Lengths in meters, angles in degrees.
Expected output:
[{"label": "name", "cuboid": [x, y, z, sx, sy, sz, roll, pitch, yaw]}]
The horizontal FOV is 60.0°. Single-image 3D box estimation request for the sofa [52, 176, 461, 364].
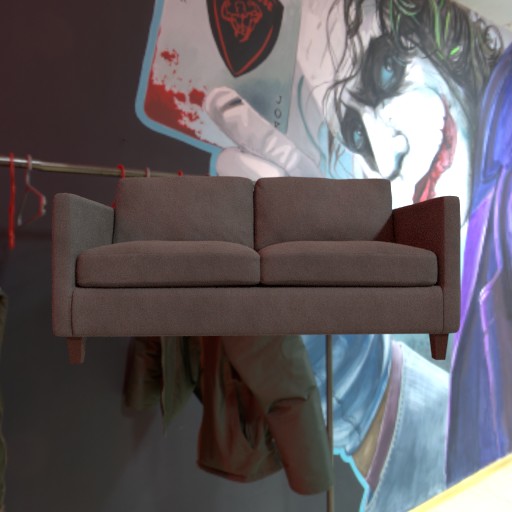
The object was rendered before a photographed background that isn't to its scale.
[{"label": "sofa", "cuboid": [0.000, 0.000, 2.449, 1.884, 0.963, 0.950, 0, 0, -3]}]
